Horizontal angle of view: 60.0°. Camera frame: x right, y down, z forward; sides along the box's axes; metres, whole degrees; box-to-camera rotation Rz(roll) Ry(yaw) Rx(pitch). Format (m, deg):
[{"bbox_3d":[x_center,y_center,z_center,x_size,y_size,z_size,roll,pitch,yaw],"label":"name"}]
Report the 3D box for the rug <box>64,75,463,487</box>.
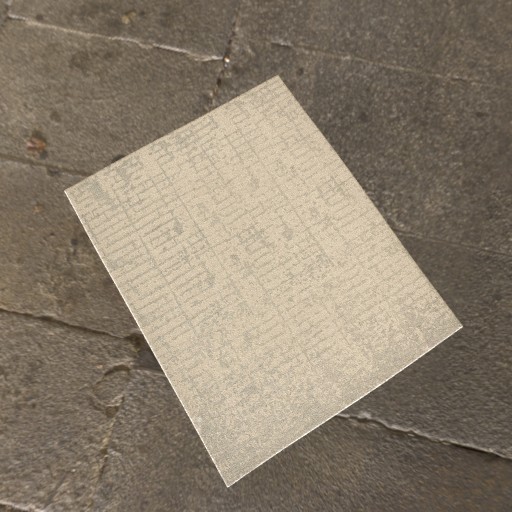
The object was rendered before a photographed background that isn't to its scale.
[{"bbox_3d":[0.000,0.000,4.084,2.447,0.014,3.061,-31,77,-8],"label":"rug"}]
